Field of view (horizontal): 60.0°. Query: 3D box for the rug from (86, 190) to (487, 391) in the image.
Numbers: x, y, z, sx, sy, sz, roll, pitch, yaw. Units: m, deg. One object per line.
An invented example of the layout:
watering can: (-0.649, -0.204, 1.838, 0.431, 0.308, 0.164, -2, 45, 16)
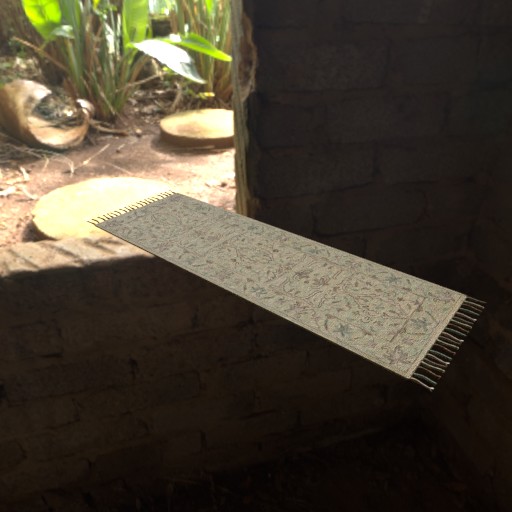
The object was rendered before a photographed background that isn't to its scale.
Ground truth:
rug: (0.000, 0.000, 2.683, 2.440, 0.013, 0.769, 22, 37, 33)
